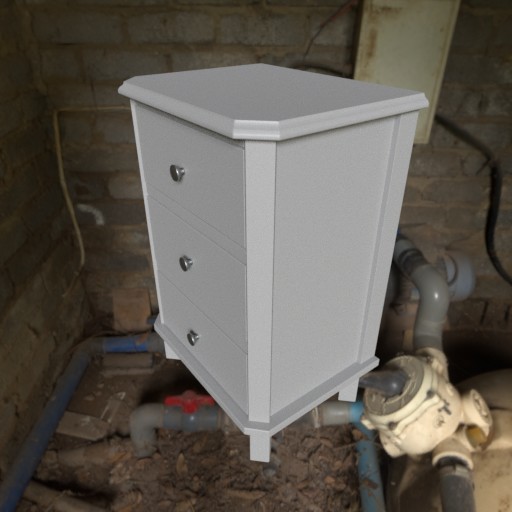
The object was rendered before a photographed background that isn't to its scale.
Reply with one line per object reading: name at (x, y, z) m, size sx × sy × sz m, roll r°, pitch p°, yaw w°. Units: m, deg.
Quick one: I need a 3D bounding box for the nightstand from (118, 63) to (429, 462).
nightstand at (0.000, 0.000, 0.933) m, size 0.350 × 0.680 × 0.450 m, roll -21°, pitch 37°, yaw -31°
